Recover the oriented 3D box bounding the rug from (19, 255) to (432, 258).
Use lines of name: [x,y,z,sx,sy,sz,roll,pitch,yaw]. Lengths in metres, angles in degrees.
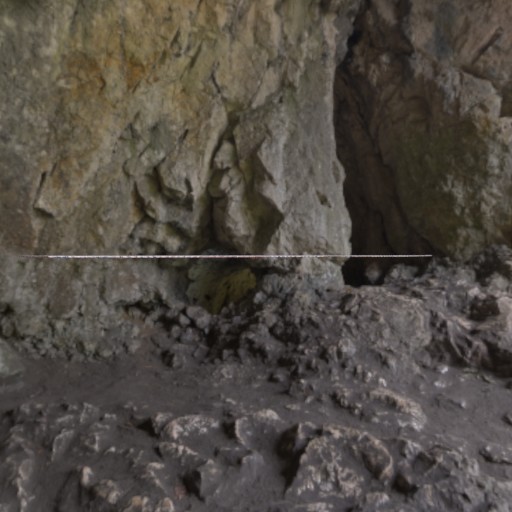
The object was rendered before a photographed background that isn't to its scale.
rug: [0.000,0.000,2.667,2.443,0.009,0.771,0,0,-35]
